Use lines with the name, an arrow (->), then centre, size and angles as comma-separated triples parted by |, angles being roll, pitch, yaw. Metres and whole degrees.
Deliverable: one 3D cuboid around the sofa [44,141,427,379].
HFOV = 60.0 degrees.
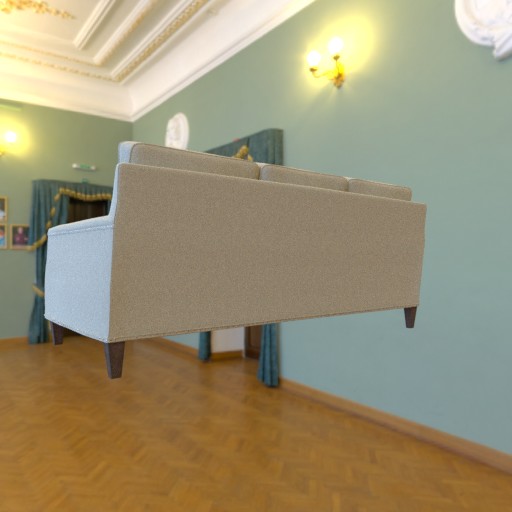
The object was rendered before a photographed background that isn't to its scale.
sofa -> 0.000, 0.000, 2.786 | 2.246, 1.003, 1.084 | 0, 0, -38
